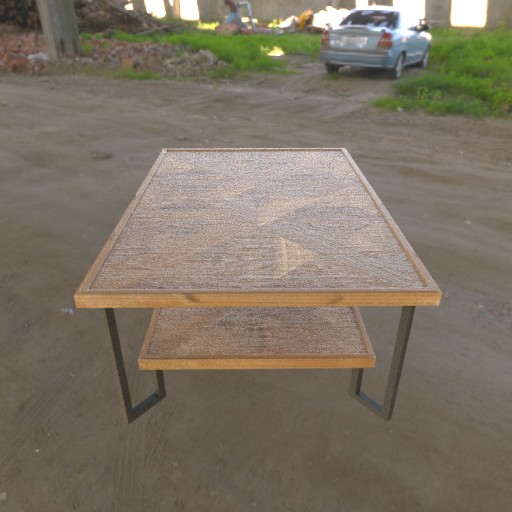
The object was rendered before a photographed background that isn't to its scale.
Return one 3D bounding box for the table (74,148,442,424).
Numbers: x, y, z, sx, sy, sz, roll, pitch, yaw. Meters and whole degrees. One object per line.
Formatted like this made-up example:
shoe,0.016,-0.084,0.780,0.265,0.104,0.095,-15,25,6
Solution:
table,0.000,0.000,1.709,0.877,0.492,1.238,0,29,-1
